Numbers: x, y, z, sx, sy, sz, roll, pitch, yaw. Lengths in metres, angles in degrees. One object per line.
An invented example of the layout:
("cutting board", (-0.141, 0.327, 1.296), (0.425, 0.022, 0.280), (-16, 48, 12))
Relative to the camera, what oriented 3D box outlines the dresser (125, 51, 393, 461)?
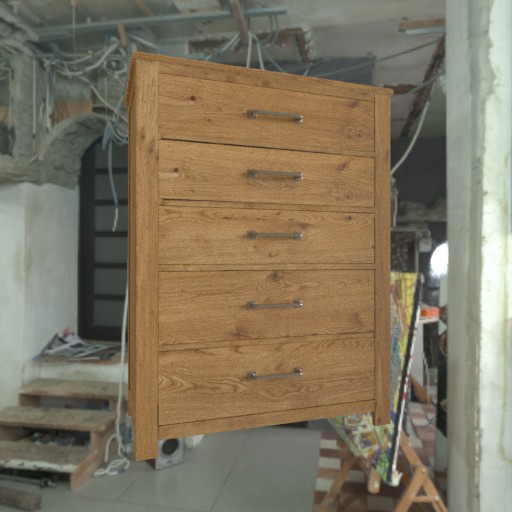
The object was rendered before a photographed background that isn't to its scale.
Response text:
("dresser", (0.000, 0.000, 1.941), (1.081, 1.431, 0.558), (0, 0, -19))
